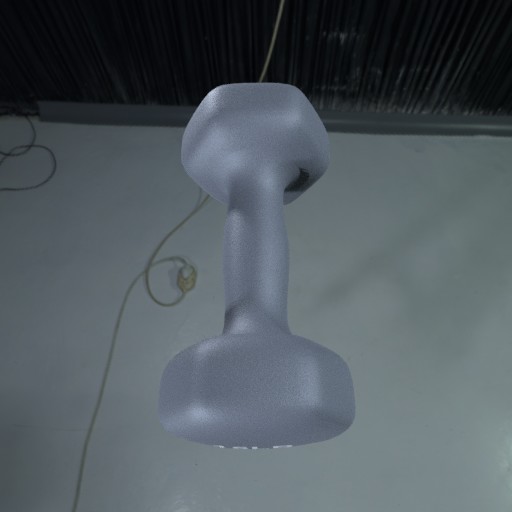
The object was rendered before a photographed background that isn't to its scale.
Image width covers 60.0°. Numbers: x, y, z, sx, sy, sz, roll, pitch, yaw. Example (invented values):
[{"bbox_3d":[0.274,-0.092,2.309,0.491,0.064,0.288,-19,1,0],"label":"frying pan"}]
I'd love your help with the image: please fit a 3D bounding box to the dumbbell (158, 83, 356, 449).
[{"bbox_3d":[0.000,0.000,0.301,0.116,0.105,0.240,0,63,0],"label":"dumbbell"}]
